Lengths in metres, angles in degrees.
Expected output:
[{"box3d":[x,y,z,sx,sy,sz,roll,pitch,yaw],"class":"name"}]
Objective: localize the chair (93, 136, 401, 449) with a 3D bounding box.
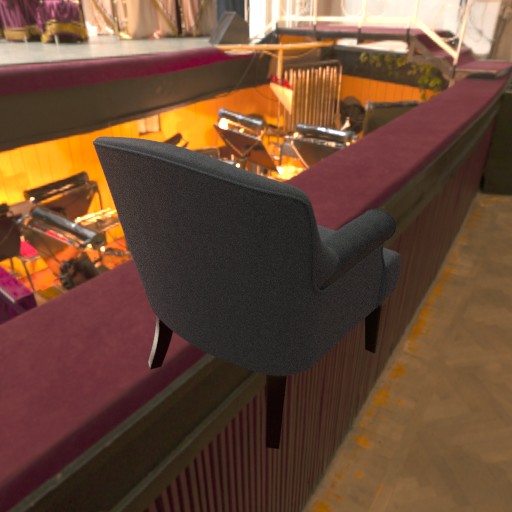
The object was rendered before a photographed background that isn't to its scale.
[{"box3d":[0.000,0.000,1.444,0.770,0.878,0.754,21,36,33],"class":"chair"}]
